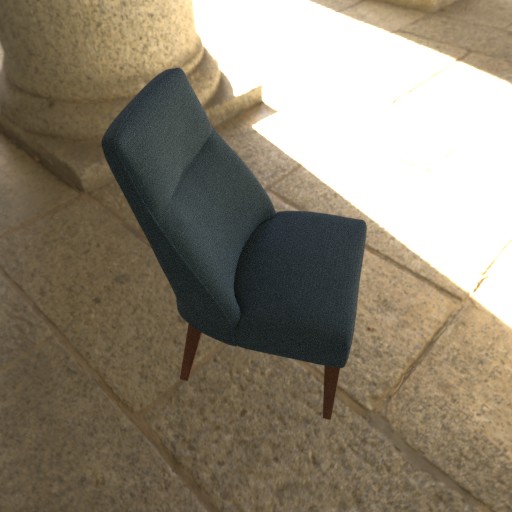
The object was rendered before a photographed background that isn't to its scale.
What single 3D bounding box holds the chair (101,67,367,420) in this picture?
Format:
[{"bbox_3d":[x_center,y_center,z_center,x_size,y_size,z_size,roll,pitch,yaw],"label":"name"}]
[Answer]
[{"bbox_3d":[0.000,0.000,1.307,0.620,0.930,0.500,11,47,10],"label":"chair"}]
